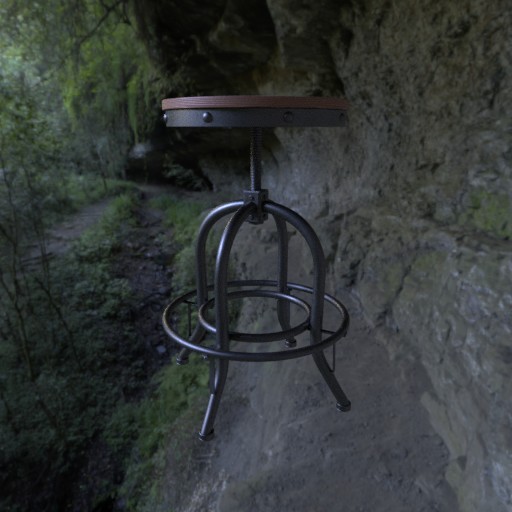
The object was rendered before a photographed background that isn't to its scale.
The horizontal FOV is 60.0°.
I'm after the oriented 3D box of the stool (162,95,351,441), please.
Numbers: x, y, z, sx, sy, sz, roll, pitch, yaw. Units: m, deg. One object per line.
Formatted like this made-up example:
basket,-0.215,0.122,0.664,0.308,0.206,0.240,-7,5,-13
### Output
stool,0.000,0.000,0.924,0.439,0.609,0.439,8,18,26
